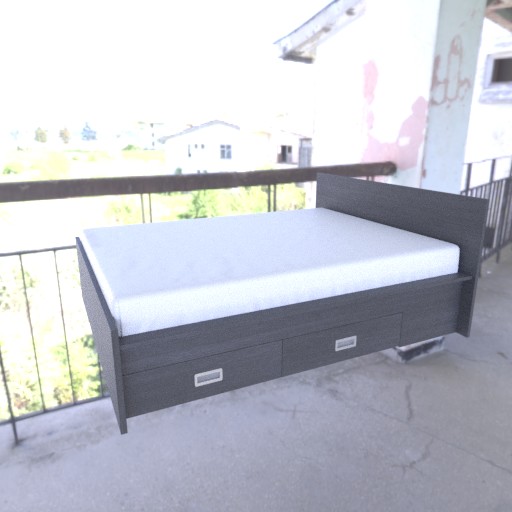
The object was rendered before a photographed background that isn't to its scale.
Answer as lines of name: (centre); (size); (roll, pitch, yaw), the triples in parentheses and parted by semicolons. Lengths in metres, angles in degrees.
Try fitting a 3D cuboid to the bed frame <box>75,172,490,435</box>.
bed frame: (0.000, 0.000, 2.746); (1.960, 0.800, 1.622); (-8, 18, -25)
